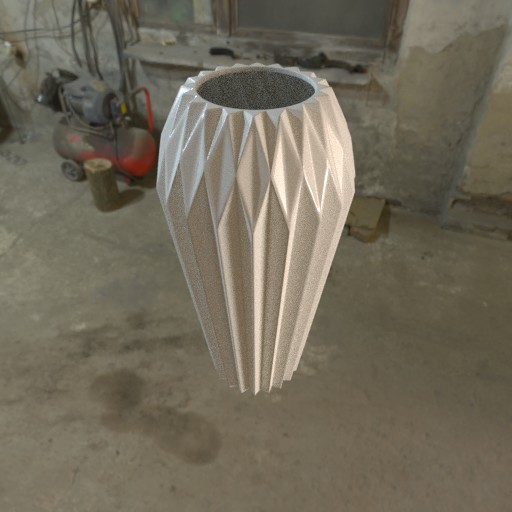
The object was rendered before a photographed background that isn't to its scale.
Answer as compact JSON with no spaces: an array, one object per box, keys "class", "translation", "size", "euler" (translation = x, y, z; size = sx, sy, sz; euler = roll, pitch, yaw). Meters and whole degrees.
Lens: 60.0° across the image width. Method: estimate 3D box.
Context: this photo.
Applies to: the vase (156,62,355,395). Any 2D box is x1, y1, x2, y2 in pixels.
[{"class":"vase","translation":[0.000,0.000,0.346],"size":[0.133,0.263,0.133],"euler":[0,41,0]}]
